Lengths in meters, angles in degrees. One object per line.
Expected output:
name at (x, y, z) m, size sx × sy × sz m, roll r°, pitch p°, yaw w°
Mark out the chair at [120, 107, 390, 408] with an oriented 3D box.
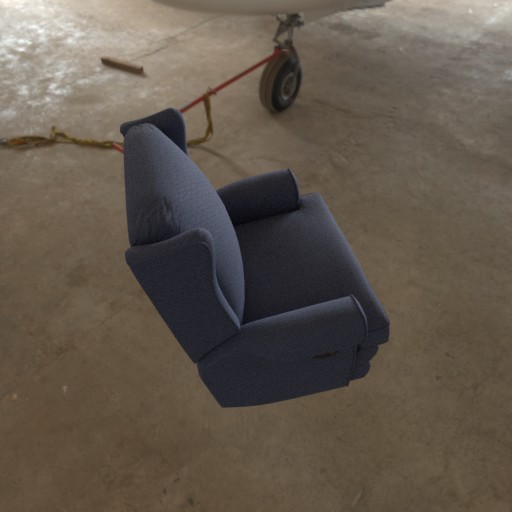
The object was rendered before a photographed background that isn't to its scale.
chair at (0.000, 0.000, 1.799) m, size 0.877 × 1.020 × 0.971 m, roll -10°, pitch 47°, yaw -9°
